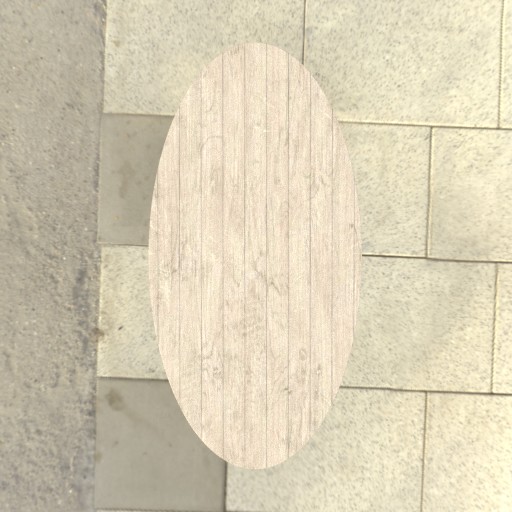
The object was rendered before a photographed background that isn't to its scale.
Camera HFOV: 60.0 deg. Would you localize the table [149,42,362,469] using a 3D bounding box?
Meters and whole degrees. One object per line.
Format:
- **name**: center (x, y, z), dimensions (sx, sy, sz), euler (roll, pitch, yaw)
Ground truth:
- **table**: center (0.000, 0.000, 1.319), dimensions (0.542, 0.390, 1.083), euler (0, 91, 1)
